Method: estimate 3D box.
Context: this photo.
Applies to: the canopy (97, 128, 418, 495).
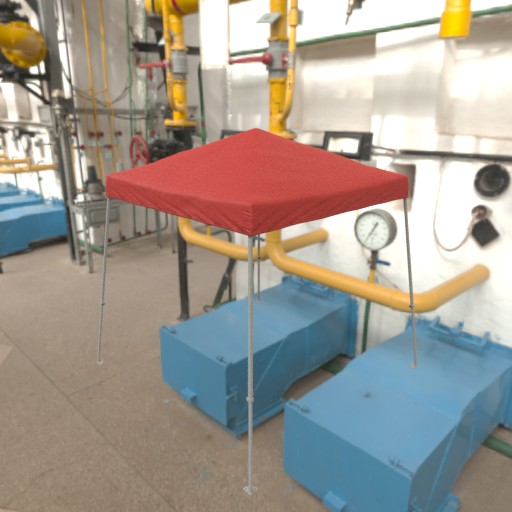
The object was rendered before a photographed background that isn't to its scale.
[{"bbox_3d":[0.000,0.000,6.480,3.600,3.600,3.599,-16,24,-41],"label":"canopy"}]
